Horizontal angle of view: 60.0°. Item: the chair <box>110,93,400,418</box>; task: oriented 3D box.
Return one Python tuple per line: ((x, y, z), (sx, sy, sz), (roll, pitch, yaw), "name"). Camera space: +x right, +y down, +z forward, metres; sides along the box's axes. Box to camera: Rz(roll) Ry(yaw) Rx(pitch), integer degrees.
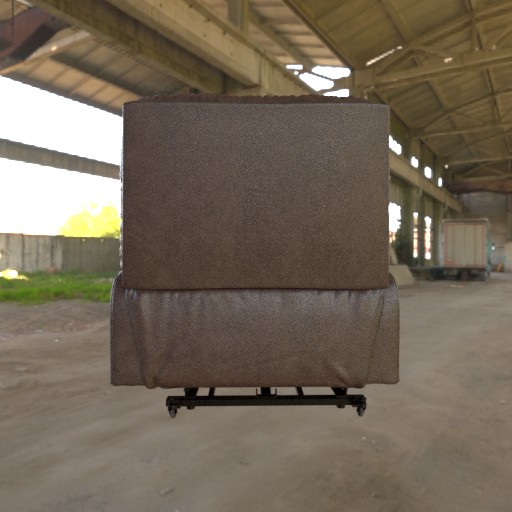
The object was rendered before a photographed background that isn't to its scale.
((0.000, 0.000, 1.723), (0.940, 1.041, 0.879), (0, 0, -1), "chair")
